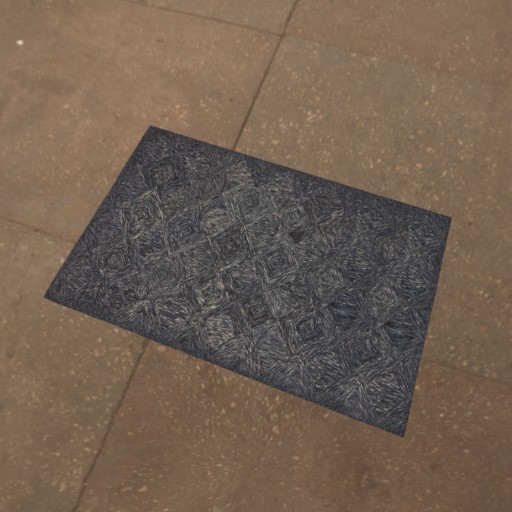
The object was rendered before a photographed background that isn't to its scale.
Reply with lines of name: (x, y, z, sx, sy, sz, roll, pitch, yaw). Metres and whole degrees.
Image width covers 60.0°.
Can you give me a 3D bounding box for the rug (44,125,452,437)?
rug: (0.000, 0.000, 2.211, 1.754, 0.010, 1.139, 19, 66, 9)
